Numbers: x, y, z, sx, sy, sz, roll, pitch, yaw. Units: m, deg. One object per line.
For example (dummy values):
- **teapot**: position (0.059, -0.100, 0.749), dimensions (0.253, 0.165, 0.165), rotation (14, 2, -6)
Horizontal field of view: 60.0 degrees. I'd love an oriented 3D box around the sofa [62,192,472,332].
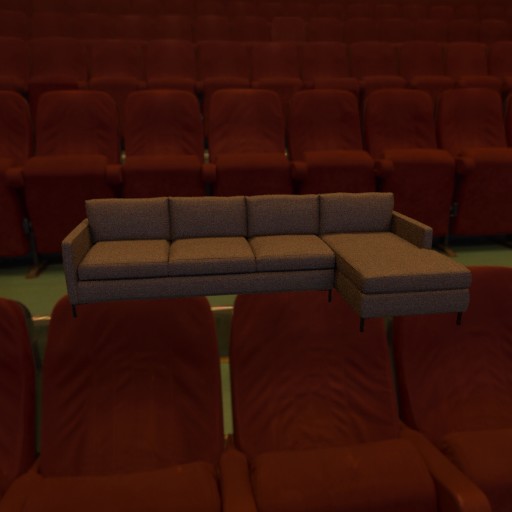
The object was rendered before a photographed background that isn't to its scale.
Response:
- **sofa**: position (0.000, 0.000, 3.897), dimensions (3.221, 0.892, 1.483), rotation (-2, 17, -8)
